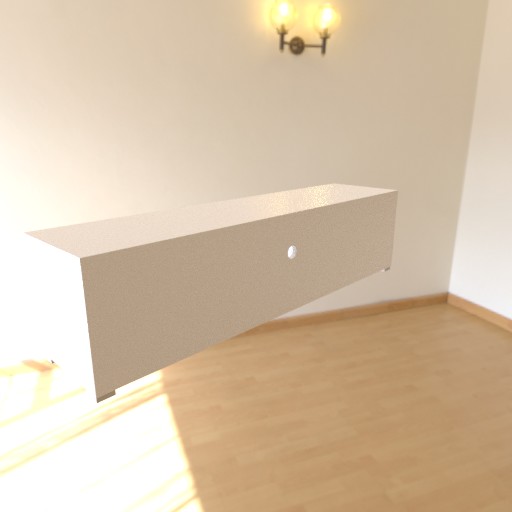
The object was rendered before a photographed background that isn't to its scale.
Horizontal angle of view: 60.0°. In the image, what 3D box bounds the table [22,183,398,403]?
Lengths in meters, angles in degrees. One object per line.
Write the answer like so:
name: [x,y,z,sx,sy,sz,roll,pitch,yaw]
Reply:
table: [0.000,0.000,1.852,0.390,0.420,1.650,15,22,42]
